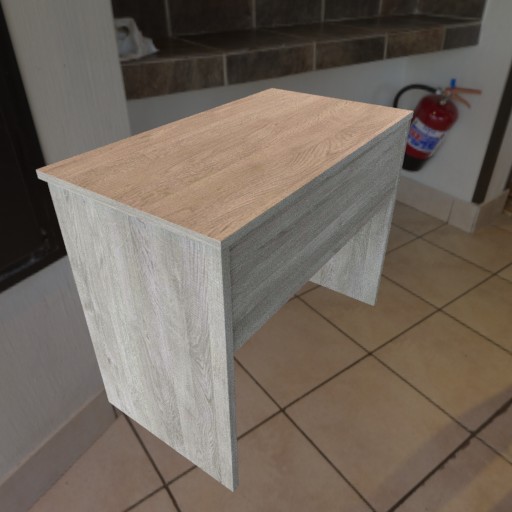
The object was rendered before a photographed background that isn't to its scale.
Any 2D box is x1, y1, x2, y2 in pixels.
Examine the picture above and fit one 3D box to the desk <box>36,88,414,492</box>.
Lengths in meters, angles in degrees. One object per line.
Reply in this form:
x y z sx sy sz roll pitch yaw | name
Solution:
0.000 0.000 1.311 0.498 0.724 0.893 21 39 29 | desk
